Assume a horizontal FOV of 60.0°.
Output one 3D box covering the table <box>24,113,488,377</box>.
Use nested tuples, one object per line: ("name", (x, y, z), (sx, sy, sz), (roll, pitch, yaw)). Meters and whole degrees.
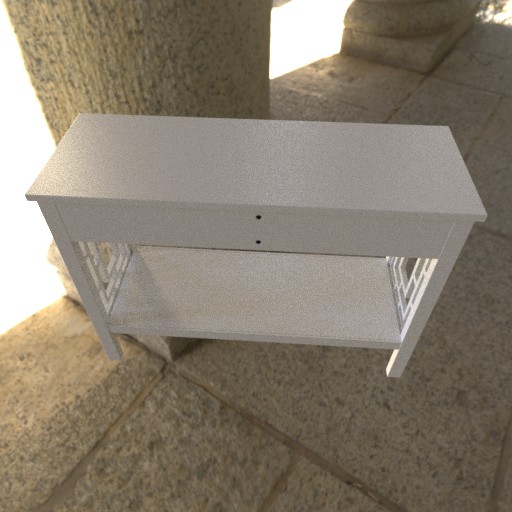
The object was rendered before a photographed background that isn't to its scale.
("table", (0.000, 0.000, 1.425), (1.068, 0.753, 0.397), (3, 46, 3))
